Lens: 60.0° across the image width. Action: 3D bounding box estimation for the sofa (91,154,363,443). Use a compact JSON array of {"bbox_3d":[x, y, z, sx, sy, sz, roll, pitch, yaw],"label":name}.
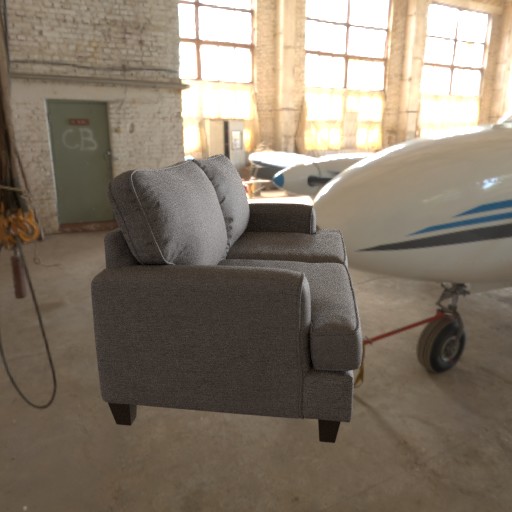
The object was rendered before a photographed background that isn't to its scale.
[{"bbox_3d":[0.000,0.000,2.259,0.965,0.965,1.651,2,15,8],"label":"sofa"}]
